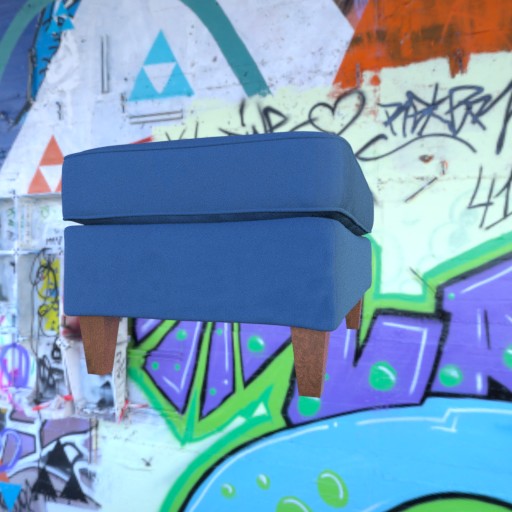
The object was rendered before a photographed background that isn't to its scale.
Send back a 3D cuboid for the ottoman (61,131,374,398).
[{"bbox_3d":[0.000,0.000,1.200,0.583,0.484,0.862,0,0,18],"label":"ottoman"}]
